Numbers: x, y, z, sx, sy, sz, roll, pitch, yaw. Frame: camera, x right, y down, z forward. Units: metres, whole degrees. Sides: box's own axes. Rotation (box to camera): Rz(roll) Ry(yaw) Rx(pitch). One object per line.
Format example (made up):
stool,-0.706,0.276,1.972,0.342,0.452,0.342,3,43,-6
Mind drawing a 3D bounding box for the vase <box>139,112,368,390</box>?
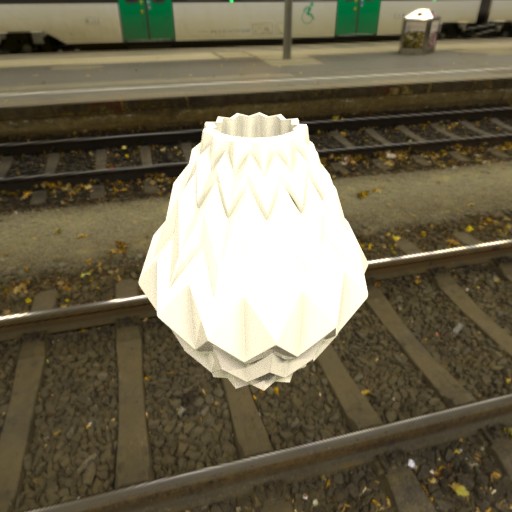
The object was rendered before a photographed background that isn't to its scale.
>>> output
vase,0.000,0.000,0.316,0.164,0.185,0.164,0,31,0
